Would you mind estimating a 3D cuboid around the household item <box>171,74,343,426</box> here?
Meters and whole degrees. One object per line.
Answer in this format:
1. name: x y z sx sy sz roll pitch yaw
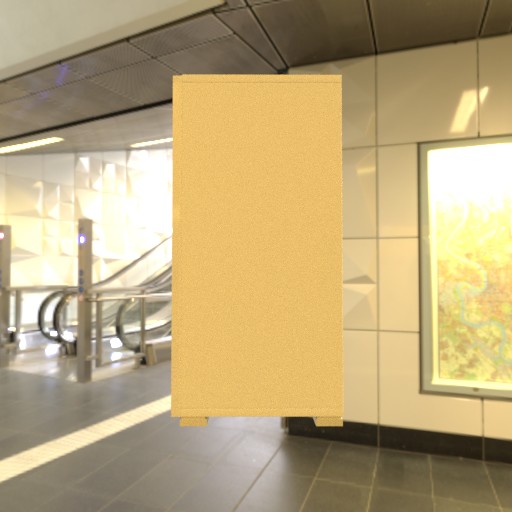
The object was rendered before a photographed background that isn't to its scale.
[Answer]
1. household item: 0.000 0.000 1.741 0.420 0.867 1.300 0 -2 0
